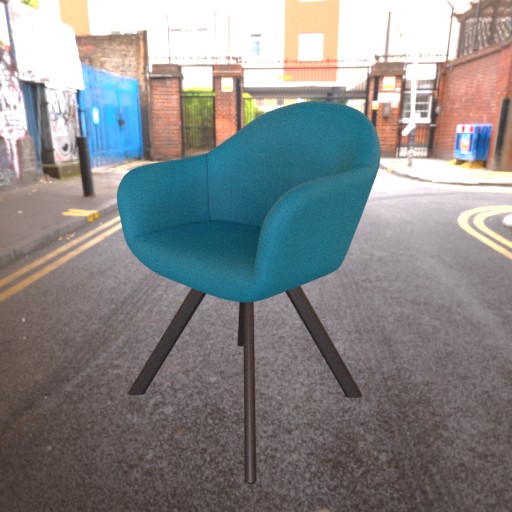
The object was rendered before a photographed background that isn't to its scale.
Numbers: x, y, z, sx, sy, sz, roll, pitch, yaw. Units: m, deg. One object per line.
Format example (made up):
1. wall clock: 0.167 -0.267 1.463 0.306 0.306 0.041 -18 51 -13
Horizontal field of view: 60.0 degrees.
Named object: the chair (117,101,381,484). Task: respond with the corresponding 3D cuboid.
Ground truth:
1. chair: 0.000 0.000 1.177 0.590 0.795 0.550 15 22 42
